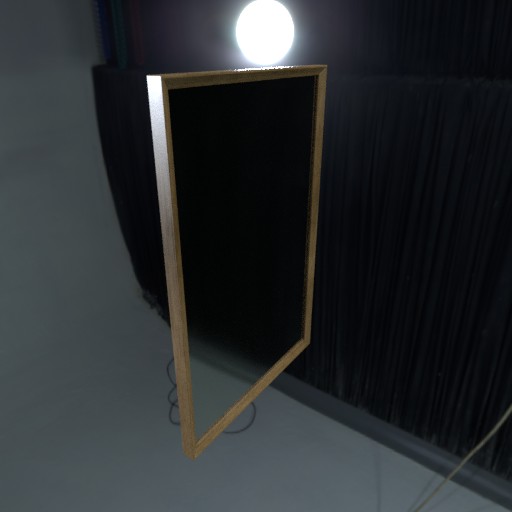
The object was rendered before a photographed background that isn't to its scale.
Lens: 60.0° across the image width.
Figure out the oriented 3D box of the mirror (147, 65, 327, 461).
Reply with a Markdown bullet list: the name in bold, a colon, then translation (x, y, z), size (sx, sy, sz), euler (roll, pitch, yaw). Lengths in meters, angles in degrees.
- **mirror**: translation (0.000, 0.000, 1.175), size (0.041, 0.915, 0.609), euler (17, 30, 31)
